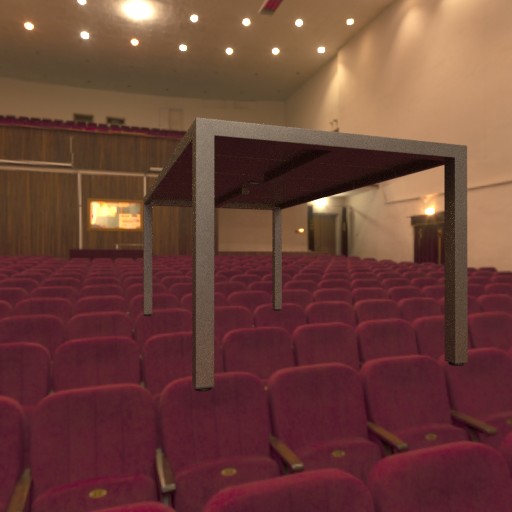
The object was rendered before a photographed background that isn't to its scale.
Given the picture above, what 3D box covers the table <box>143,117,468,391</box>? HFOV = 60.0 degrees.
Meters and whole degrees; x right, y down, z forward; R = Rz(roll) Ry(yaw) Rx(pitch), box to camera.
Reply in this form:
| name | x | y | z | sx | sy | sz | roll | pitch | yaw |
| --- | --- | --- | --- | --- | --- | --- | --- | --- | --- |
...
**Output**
| name | x | y | z | sx | sy | sz | roll | pitch | yaw |
| --- | --- | --- | --- | --- | --- | --- | --- | --- | --- |
| table | 0.000 | 0.000 | 2.119 | 0.914 | 0.735 | 1.680 | 0 | 0 | -19 |
